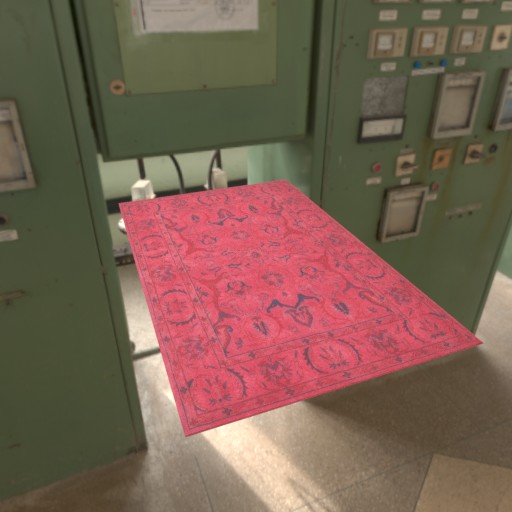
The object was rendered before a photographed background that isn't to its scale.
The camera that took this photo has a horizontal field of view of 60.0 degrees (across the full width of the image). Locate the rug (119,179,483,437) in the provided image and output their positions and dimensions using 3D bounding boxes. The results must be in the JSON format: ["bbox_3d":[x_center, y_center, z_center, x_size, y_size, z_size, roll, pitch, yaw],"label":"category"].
[{"bbox_3d":[0.000,0.000,2.972,1.534,0.010,2.423,-11,33,-18],"label":"rug"}]
